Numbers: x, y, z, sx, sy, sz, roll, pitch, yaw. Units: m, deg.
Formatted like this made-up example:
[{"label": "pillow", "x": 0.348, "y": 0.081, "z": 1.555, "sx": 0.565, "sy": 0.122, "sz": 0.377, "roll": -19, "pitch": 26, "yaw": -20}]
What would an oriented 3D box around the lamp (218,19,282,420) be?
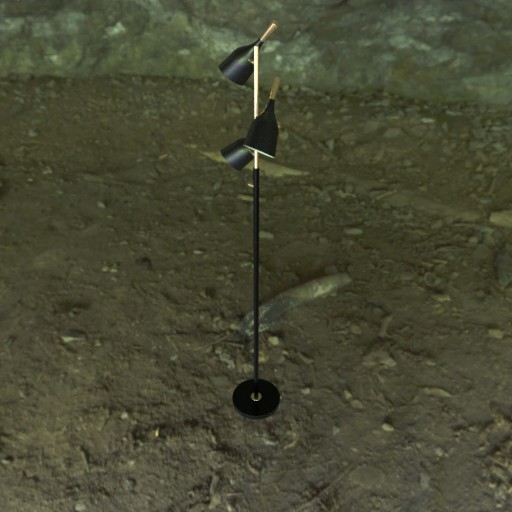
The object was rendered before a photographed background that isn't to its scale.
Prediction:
[{"label": "lamp", "x": 0.000, "y": 0.000, "z": 1.888, "sx": 0.253, "sy": 1.778, "sz": 0.434, "roll": -9, "pitch": 32, "yaw": -15}]
